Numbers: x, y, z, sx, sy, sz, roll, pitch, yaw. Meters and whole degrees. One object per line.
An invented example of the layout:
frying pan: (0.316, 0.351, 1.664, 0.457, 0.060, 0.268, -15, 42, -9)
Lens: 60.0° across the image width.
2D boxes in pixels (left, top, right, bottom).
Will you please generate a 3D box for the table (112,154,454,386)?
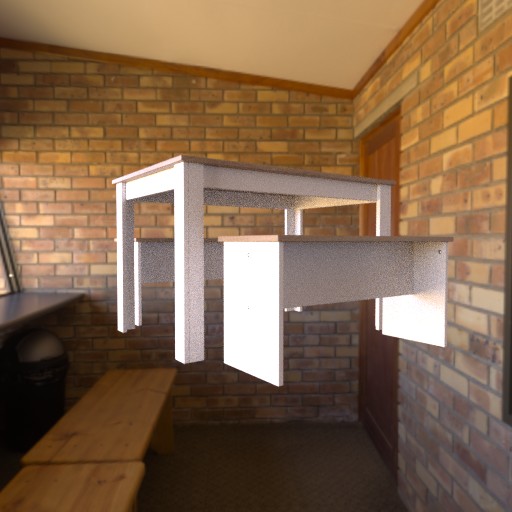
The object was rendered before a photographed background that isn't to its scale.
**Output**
table: (0.000, 0.000, 2.065, 1.100, 0.700, 1.443, -1, 2, -35)
